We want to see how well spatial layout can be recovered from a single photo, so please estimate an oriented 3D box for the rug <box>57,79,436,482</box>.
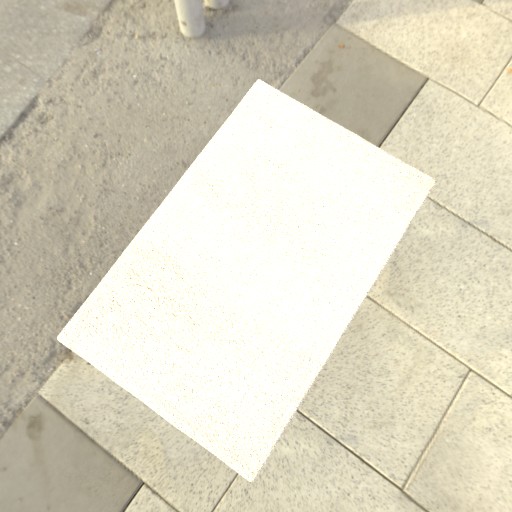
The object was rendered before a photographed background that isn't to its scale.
[{"bbox_3d":[0.000,0.000,3.502,1.778,0.030,2.743,33,77,9],"label":"rug"}]
